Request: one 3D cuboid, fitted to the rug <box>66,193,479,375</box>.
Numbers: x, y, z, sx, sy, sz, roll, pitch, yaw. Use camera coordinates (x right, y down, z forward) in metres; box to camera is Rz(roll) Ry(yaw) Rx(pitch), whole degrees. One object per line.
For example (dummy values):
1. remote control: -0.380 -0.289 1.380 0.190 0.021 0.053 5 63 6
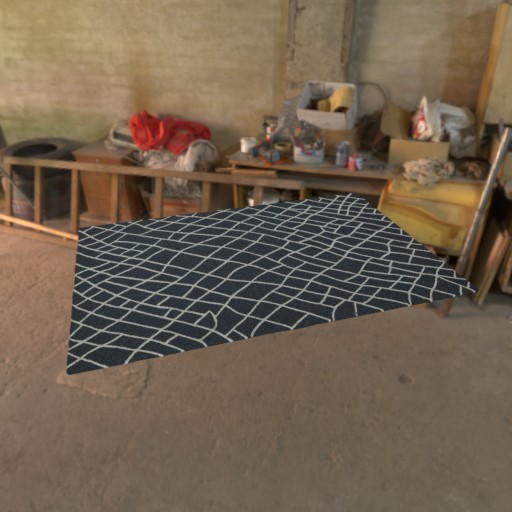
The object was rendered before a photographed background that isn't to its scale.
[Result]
1. rug: 0.000 0.000 2.355 1.830 0.013 1.223 -9 32 -14
